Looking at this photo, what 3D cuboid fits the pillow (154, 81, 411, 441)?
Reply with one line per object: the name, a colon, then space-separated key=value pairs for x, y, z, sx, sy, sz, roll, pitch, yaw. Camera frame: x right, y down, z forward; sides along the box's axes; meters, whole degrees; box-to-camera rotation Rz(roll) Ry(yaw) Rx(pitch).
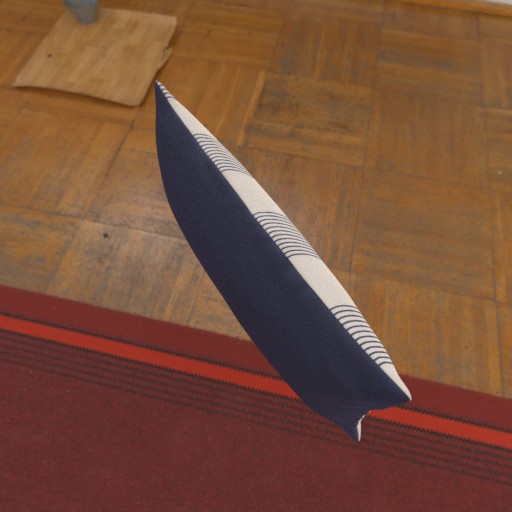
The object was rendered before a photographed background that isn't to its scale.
pillow: x=0.000 y=0.000 z=0.713 sx=0.151 sy=0.287 sz=0.610 roll=-28 pitch=63 yaw=-16
